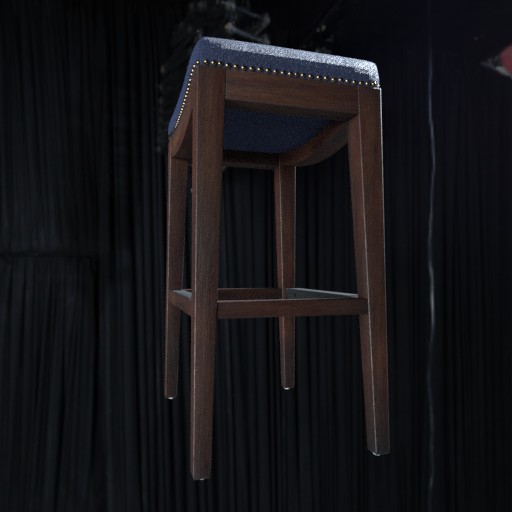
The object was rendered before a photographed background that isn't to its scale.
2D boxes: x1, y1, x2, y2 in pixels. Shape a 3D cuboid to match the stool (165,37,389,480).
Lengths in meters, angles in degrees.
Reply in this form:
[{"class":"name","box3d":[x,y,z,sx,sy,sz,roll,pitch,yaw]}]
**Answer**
[{"class":"stool","box3d":[0.000,0.000,1.002,0.358,0.740,0.498,1,-2,-17]}]
